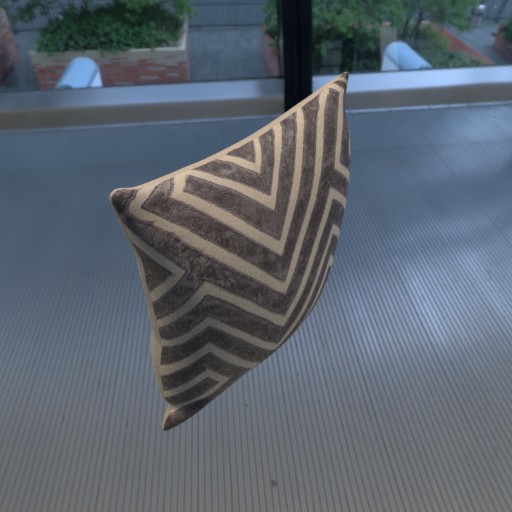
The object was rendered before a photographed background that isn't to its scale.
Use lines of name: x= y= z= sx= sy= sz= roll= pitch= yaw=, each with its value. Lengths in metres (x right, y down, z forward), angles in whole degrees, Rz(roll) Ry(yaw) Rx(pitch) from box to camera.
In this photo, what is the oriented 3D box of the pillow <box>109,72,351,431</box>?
pillow: x=0.000 y=0.000 z=0.669 sx=0.182 sy=0.441 sz=0.440 roll=28 pitch=49 yaw=28
